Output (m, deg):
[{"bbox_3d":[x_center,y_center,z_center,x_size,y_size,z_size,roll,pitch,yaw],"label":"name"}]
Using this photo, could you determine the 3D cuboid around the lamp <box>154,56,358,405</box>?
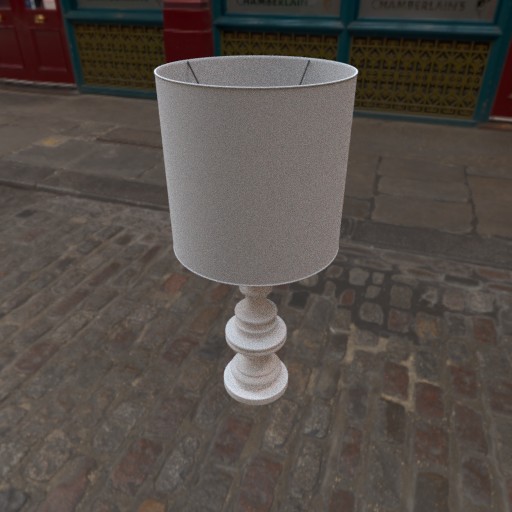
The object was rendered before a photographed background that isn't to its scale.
[{"bbox_3d":[0.000,0.000,0.579,0.208,0.455,0.208,10,32,16],"label":"lamp"}]
